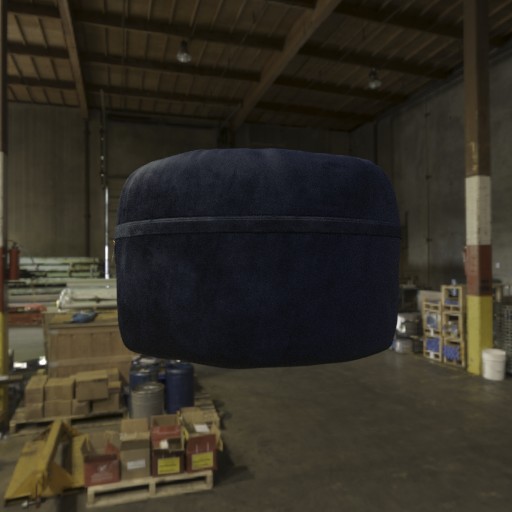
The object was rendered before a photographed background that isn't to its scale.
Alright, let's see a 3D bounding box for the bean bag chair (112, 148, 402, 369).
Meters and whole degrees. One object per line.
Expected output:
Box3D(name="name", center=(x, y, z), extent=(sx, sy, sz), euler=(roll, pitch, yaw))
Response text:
Box3D(name="bean bag chair", center=(0.000, 0.000, 1.963), extent=(1.219, 0.762, 1.219), euler=(0, -1, 0))
